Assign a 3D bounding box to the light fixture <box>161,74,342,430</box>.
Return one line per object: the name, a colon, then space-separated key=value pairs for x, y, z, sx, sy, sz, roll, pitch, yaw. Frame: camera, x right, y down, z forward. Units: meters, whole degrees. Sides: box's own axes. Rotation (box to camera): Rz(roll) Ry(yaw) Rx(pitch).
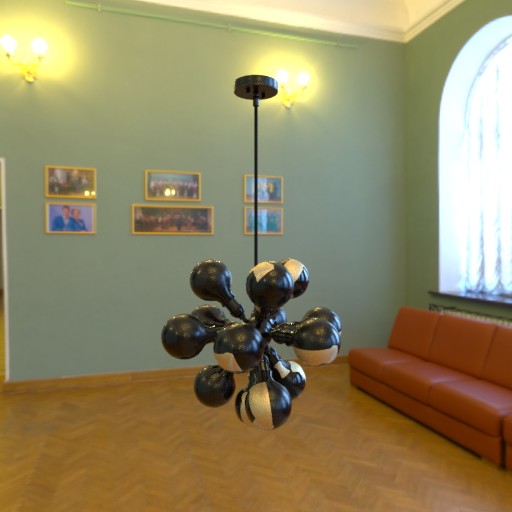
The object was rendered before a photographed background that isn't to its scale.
light fixture: x=0.000 y=0.000 z=1.109 sx=0.468 sy=0.859 sz=0.420 roll=0 pitch=1 yaw=-18
